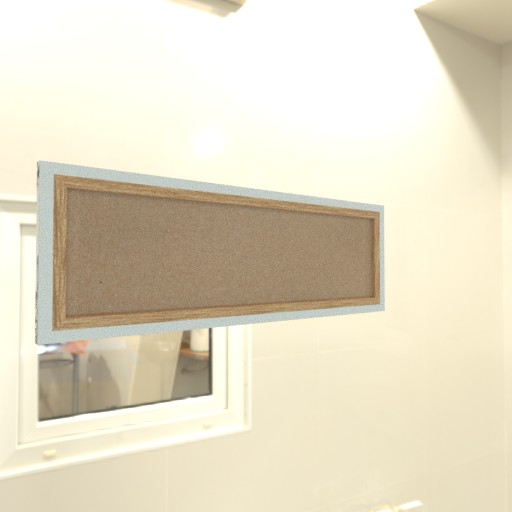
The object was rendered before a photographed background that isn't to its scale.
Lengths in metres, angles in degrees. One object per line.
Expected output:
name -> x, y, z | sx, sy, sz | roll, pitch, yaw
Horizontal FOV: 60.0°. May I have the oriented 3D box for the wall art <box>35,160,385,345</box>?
wall art -> 0.000, 0.000, 1.687 | 1.520, 0.507, 0.039 | 1, -2, -37
